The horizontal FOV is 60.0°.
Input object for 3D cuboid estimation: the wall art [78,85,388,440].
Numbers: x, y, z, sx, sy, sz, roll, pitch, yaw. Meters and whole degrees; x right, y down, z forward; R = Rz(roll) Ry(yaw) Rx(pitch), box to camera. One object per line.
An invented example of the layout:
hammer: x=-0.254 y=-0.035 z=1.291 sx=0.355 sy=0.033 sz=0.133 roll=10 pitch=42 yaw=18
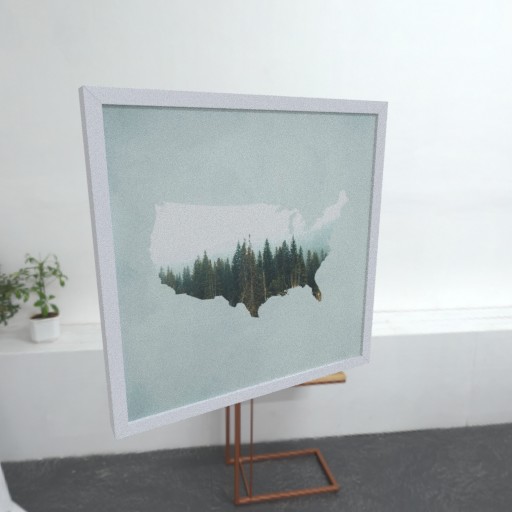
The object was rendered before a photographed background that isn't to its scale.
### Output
wall art: x=0.000 y=0.000 z=0.746 sx=0.509 sy=0.509 sz=0.040 roll=-8 pitch=17 yaw=-27
